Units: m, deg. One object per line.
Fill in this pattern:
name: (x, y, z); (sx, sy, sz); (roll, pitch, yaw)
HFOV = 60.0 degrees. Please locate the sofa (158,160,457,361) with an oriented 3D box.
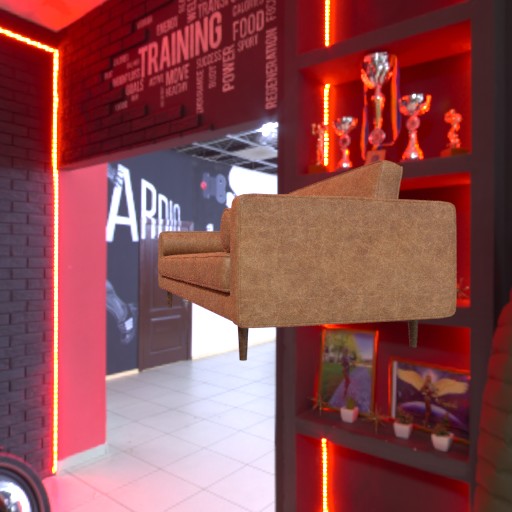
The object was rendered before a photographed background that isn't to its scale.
sofa: (0.000, 0.000, 2.605); (0.919, 0.770, 2.200); (0, 0, -19)
